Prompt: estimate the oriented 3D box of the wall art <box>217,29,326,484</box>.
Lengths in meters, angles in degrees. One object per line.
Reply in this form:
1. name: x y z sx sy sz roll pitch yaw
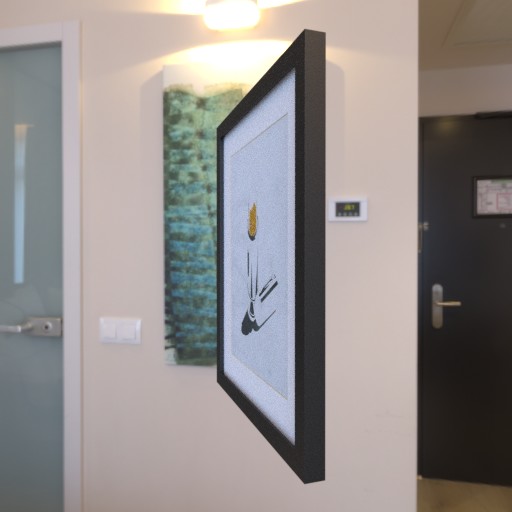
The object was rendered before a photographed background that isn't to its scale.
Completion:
1. wall art: 0.000 0.000 0.765 0.029 0.559 0.457 0 0 -19
